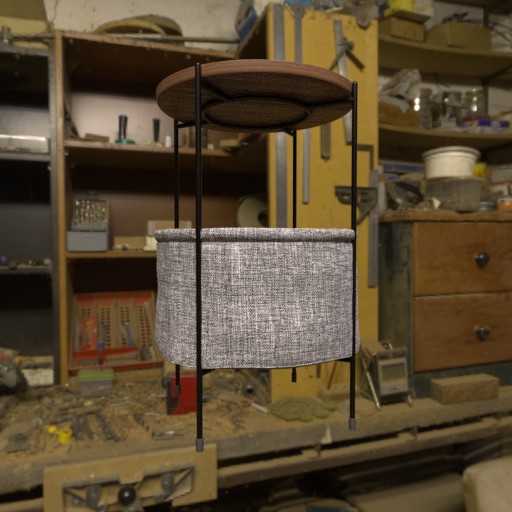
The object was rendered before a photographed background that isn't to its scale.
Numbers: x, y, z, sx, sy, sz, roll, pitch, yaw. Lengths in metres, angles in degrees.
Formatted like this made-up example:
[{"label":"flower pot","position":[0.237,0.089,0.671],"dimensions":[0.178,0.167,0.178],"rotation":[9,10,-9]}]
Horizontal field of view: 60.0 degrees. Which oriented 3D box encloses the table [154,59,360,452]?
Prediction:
[{"label":"table","position":[0.000,0.000,0.887],"dimensions":[0.400,0.623,0.400],"rotation":[-1,2,-17]}]
